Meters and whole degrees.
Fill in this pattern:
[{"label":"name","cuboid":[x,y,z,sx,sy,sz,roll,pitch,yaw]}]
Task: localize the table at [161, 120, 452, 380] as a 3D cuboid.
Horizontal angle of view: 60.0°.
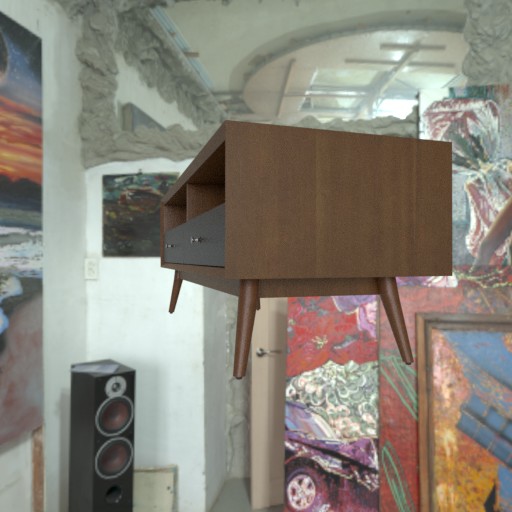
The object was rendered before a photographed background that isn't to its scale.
[{"label":"table","cuboid":[0.000,0.000,1.369,0.490,0.464,1.119,0,0,-18]}]
